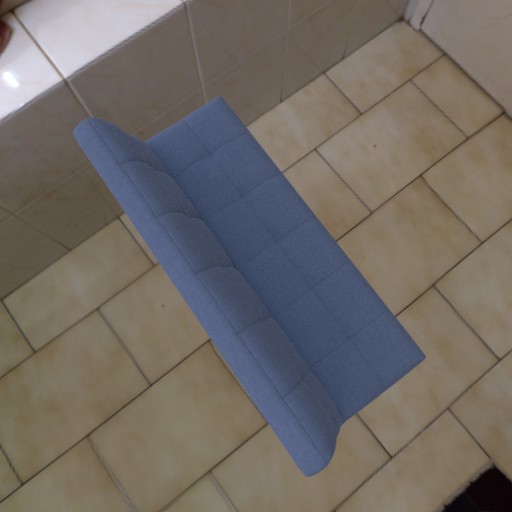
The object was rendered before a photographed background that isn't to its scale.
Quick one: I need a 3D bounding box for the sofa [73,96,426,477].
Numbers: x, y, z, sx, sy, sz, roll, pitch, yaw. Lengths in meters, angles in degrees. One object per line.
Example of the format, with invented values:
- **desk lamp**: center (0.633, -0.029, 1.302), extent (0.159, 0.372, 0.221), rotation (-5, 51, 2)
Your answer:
- **sofa**: center (0.000, 0.000, 2.226), extent (0.796, 0.800, 1.800), rotation (-35, 79, -8)
